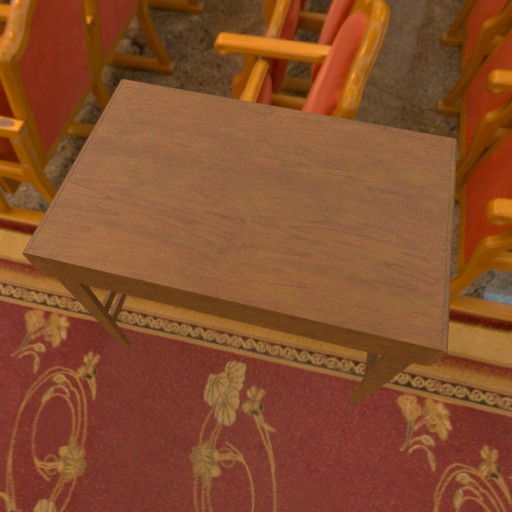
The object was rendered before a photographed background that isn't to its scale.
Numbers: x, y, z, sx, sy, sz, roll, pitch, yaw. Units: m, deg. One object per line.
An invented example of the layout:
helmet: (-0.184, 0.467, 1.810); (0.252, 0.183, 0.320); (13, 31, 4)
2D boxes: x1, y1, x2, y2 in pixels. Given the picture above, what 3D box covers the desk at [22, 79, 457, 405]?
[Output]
desk: (0.000, 0.000, 1.543); (1.066, 0.754, 0.660); (12, 62, 7)
